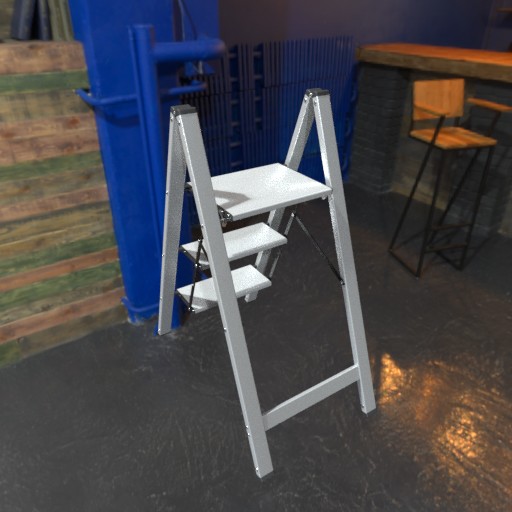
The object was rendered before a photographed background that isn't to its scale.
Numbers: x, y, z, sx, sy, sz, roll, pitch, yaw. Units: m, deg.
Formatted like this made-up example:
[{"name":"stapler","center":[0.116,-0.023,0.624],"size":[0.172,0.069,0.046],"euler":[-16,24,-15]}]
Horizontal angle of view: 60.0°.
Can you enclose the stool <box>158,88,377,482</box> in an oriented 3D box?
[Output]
[{"name":"stool","center":[0.000,0.000,1.317],"size":[0.441,0.902,0.730],"euler":[-18,35,-28]}]
